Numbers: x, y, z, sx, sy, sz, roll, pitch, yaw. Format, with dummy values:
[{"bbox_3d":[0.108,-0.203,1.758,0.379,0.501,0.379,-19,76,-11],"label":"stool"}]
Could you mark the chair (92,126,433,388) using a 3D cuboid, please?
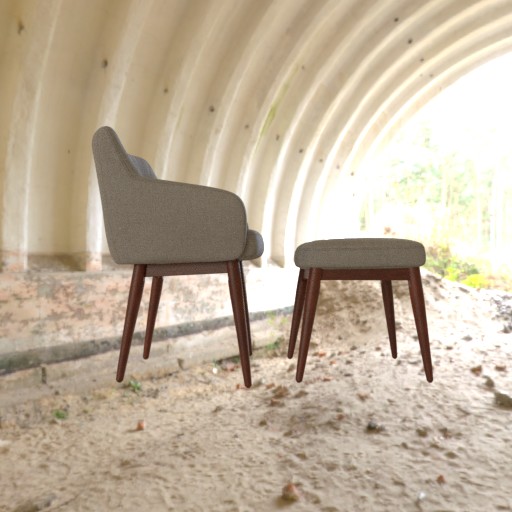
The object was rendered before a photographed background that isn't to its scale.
[{"bbox_3d":[0.000,0.000,1.565,1.107,0.799,0.584,0,-1,0],"label":"chair"}]
